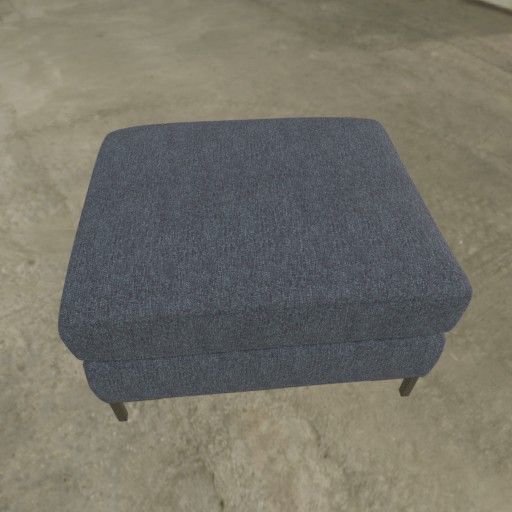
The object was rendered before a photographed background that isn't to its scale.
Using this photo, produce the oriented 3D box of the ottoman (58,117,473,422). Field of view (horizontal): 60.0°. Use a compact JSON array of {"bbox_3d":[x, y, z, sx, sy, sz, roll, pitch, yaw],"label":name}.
[{"bbox_3d":[0.000,0.000,1.233,0.831,0.533,0.695,-4,47,-4],"label":"ottoman"}]
